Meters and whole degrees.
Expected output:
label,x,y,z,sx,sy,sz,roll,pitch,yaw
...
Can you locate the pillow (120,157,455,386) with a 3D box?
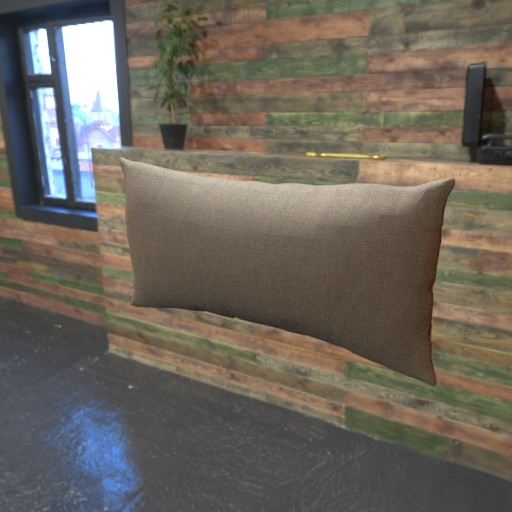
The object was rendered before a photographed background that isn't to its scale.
label,x,y,z,sx,sy,sz,roll,pitch,yaw
pillow,0.000,0.000,0.755,0.612,0.308,0.148,9,19,29
